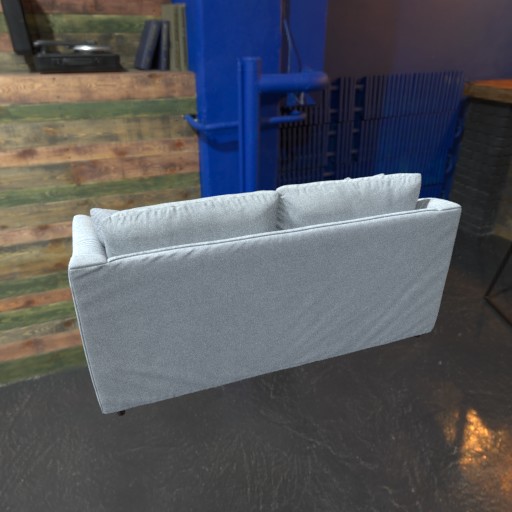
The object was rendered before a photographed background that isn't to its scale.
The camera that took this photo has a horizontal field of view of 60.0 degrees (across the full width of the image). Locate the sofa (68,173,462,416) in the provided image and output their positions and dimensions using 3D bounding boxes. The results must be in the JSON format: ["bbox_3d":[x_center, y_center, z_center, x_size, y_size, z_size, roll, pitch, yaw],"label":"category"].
[{"bbox_3d":[0.000,0.000,2.659,2.010,1.018,1.072,-10,28,-18],"label":"sofa"}]
